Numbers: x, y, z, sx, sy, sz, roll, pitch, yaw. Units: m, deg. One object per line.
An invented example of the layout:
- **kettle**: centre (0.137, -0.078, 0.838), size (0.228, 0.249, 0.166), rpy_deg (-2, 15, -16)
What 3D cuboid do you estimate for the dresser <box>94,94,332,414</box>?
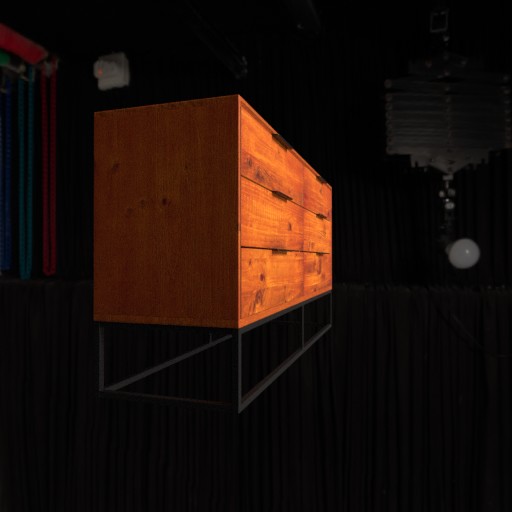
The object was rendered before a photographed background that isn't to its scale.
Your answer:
- **dresser**: centre (0.000, 0.000, 1.916), size (0.464, 0.810, 1.536), rpy_deg (0, 0, 18)
